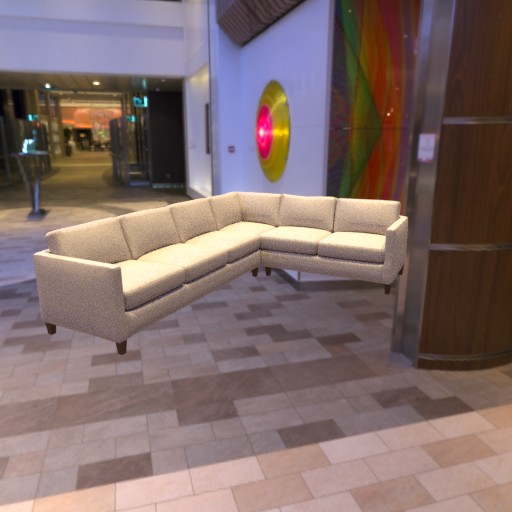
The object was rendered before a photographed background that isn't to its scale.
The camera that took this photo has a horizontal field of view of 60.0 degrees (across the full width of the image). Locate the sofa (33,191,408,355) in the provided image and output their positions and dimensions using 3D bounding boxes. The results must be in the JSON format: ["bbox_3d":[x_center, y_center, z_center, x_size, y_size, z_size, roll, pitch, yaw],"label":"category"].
[{"bbox_3d":[0.000,0.000,4.566,2.522,0.934,3.333,8,17,26],"label":"sofa"}]
